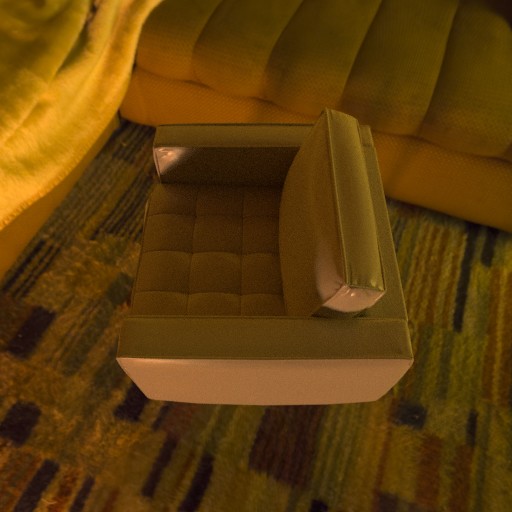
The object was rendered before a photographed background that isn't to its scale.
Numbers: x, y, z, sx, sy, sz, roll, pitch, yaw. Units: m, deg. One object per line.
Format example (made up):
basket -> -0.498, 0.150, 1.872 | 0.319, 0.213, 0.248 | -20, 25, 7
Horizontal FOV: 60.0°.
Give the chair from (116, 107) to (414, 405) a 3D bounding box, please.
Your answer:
chair -> 0.000, 0.000, 1.541 | 0.843, 0.773, 0.928 | 0, 58, 0
